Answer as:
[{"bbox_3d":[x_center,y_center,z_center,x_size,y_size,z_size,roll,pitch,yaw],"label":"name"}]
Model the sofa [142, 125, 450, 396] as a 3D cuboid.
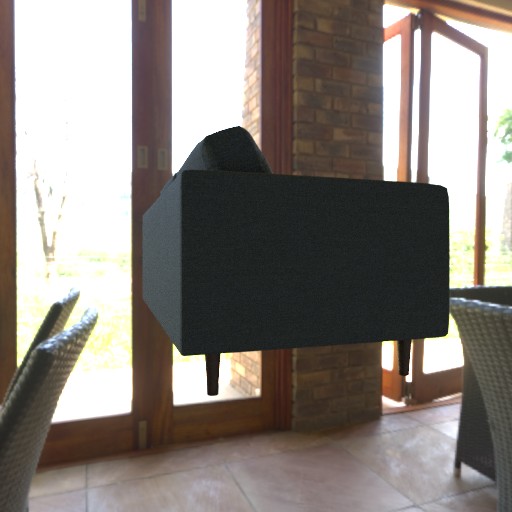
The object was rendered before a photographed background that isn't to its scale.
[{"bbox_3d":[0.000,0.000,2.227,0.999,0.907,1.659,0,1,-18],"label":"sofa"}]
